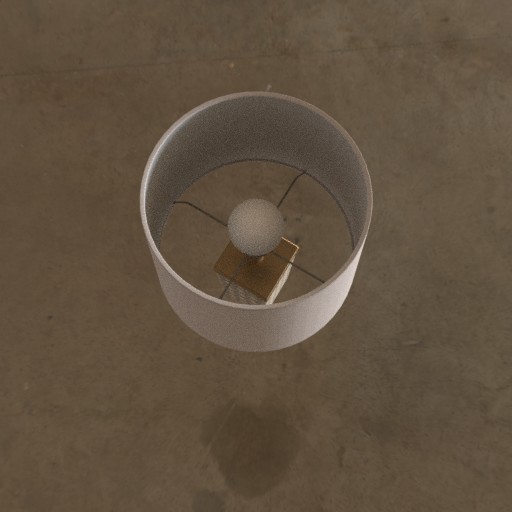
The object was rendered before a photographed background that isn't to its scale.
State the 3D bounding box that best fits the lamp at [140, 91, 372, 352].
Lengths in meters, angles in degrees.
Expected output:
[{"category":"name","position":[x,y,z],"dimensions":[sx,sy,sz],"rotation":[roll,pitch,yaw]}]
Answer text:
[{"category":"lamp","position":[0.000,0.000,0.588],"dimensions":[0.251,0.435,0.251],"rotation":[0,76,0]}]
